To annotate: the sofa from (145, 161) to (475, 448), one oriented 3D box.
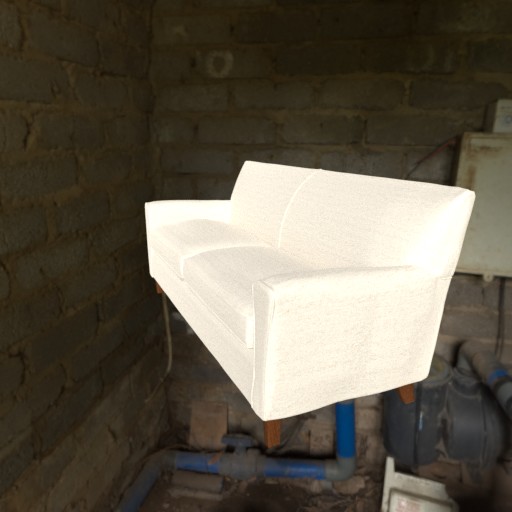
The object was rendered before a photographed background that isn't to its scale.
[{"bbox_3d":[0.000,0.000,2.414,0.841,0.907,2.001,-7,17,-24],"label":"sofa"}]
